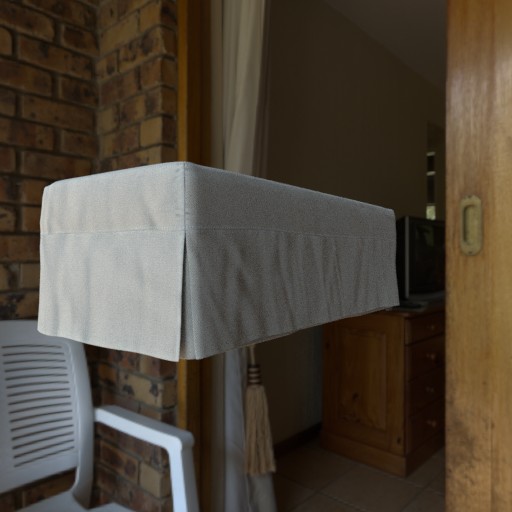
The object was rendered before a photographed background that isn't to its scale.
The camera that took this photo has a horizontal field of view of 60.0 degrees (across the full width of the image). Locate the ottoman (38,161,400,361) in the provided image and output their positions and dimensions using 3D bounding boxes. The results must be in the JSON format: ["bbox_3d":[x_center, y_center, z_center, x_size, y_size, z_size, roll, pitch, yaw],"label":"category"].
[{"bbox_3d":[0.000,0.000,1.681,0.665,0.457,1.388,0,0,37],"label":"ottoman"}]
